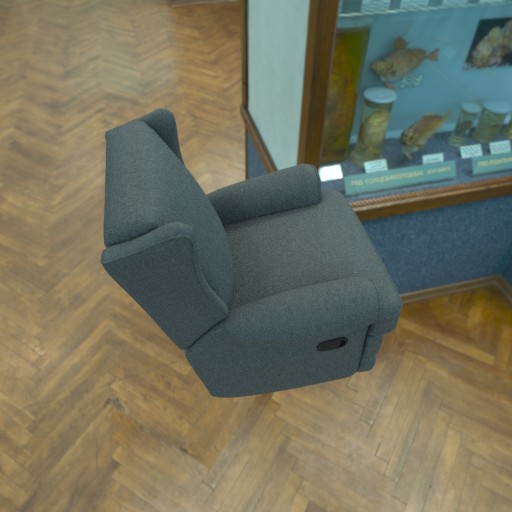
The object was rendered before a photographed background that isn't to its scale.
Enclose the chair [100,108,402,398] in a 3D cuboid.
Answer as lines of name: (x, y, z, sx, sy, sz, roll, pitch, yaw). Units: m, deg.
chair: (0.000, 0.000, 1.740, 0.969, 1.011, 0.847, -9, 47, -8)
